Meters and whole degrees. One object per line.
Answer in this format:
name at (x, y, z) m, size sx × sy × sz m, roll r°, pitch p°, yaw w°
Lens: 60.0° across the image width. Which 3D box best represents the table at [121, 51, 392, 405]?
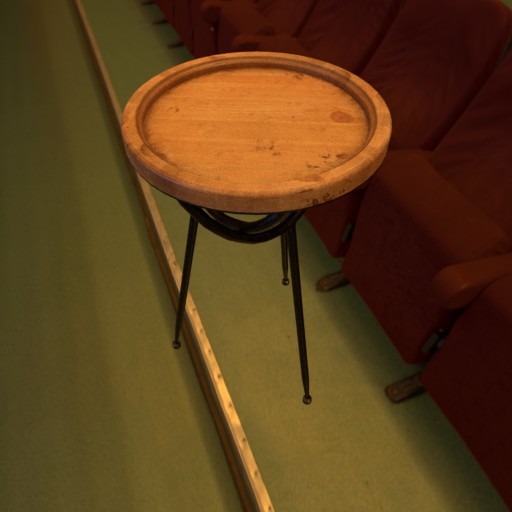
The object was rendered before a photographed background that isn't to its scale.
table at (0.000, 0.000, 0.921) m, size 0.414 × 0.664 × 0.418 m, roll -17°, pitch 50°, yaw -15°
